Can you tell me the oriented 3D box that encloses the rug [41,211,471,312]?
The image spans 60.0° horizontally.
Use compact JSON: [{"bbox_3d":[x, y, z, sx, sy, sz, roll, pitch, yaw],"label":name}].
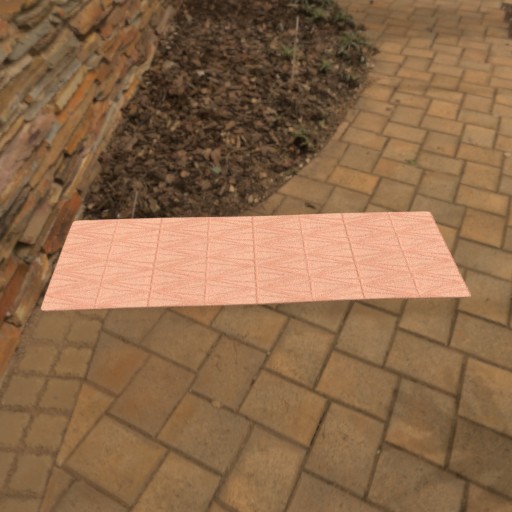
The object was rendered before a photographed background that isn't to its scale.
[{"bbox_3d":[0.000,0.000,2.753,2.435,0.015,0.760,-2,46,-2],"label":"rug"}]
